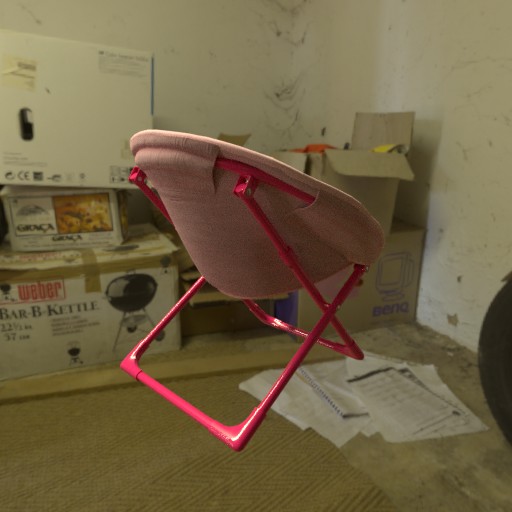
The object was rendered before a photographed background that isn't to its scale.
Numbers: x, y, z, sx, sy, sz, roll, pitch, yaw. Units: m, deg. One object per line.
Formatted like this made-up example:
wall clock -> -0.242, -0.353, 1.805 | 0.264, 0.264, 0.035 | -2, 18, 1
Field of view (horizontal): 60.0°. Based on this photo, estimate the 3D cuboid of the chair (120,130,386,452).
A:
chair -> 0.000, 0.000, 0.913 | 0.459, 0.494, 0.522 | -14, 20, -43
